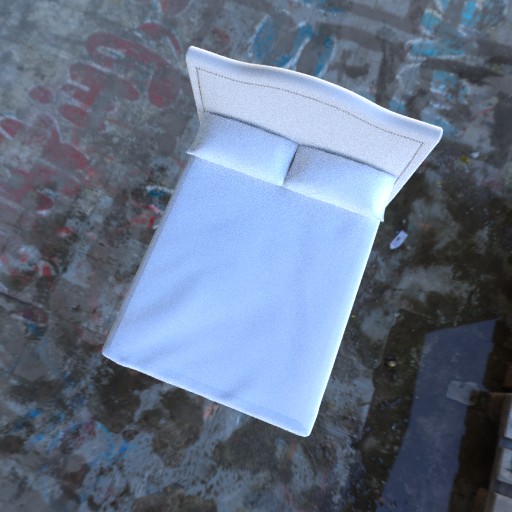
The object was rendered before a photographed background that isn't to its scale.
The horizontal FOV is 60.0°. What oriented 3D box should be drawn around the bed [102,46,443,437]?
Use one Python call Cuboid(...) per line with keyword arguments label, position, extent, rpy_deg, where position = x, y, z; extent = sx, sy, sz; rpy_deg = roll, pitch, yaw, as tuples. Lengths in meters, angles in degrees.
Cuboid(label="bed", position=(0.000, 0.000, 3.248), extent=(1.753, 1.460, 2.143), rpy_deg=(20, 77, 5))
